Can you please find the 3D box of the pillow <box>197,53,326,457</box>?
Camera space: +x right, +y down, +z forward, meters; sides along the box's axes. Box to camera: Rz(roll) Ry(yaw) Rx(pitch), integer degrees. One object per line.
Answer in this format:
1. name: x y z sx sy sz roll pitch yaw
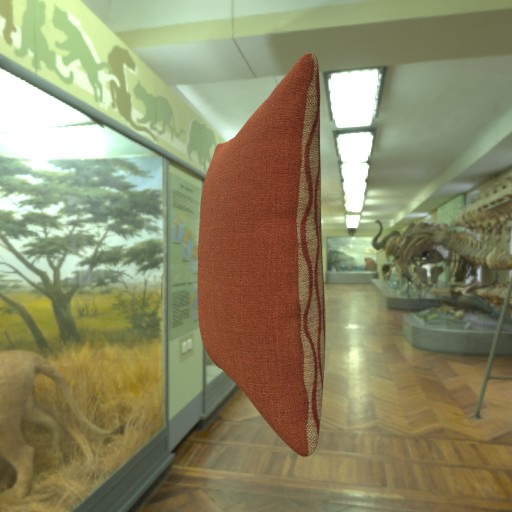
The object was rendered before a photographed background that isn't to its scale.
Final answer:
1. pillow: 0.000 0.000 0.668 0.159 0.434 0.429 0 0 -18
